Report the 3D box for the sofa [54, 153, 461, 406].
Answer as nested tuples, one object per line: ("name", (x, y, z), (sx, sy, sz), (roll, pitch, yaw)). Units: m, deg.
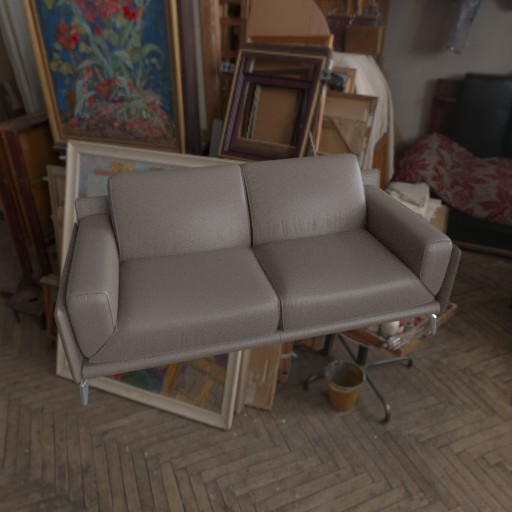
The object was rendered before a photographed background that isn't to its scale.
("sofa", (0.000, 0.000, 2.609), (2.101, 0.930, 1.049), (-8, 31, -13))
